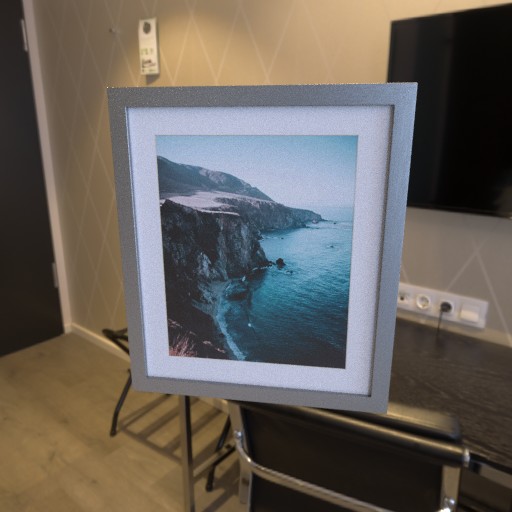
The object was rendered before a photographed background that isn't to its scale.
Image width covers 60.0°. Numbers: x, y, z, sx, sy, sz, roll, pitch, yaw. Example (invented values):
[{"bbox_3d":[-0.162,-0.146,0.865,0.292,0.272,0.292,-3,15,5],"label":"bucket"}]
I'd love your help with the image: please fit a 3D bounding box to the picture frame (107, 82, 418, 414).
[{"bbox_3d":[0.000,0.000,1.349,0.839,0.968,0.073,2,16,9],"label":"picture frame"}]
